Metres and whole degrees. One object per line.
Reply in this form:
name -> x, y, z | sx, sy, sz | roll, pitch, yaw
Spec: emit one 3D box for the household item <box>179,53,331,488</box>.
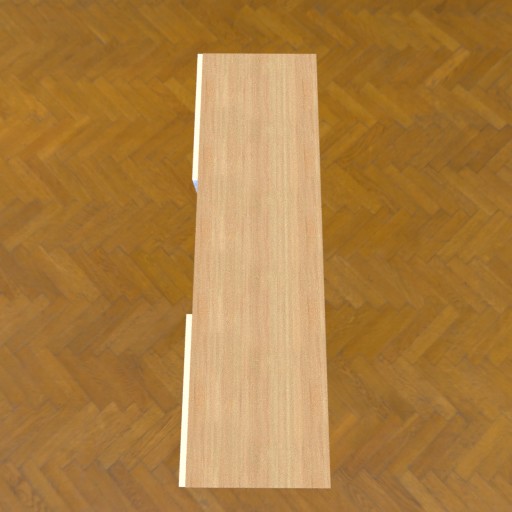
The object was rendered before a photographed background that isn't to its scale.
household item -> 0.000, 0.000, 1.547 | 0.420, 0.310, 1.400 | 0, 76, 0
